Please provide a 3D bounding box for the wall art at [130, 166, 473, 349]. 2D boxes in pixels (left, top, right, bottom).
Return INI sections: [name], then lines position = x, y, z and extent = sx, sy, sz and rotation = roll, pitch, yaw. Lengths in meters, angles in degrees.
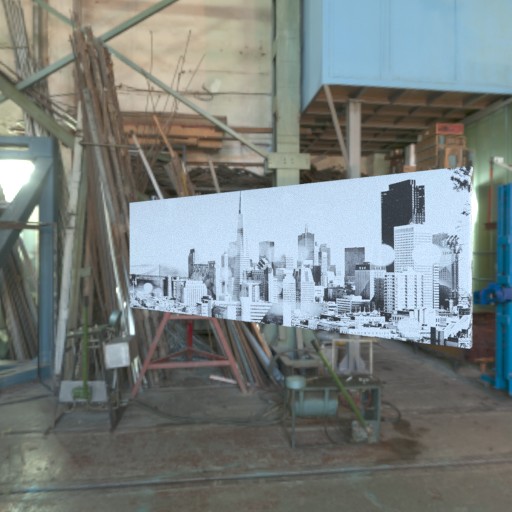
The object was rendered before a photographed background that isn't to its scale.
[wall art]
position = 0.000, 0.000, 1.705
extent = 1.520, 0.507, 0.039
rotation = 0, 1, 38
